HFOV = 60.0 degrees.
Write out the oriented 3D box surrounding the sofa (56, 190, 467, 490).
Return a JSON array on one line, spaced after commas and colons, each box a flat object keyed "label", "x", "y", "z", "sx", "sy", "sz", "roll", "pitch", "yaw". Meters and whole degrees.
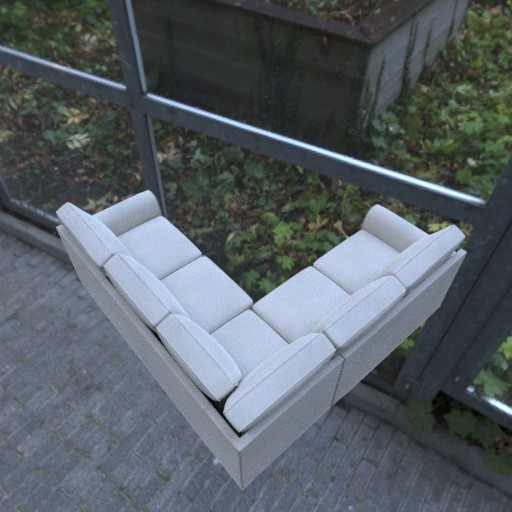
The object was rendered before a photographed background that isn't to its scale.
[{"label": "sofa", "x": 0.000, "y": 0.000, "z": 3.924, "sx": 2.487, "sy": 1.054, "sz": 2.569, "roll": -33, "pitch": 55, "yaw": -27}]
